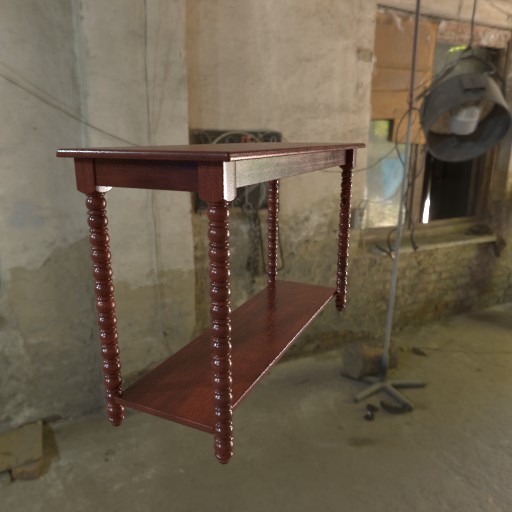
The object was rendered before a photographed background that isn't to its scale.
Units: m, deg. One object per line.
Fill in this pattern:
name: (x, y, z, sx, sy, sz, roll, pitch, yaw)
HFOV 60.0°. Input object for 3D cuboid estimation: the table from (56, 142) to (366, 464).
table: (0.000, 0.000, 1.522, 0.459, 0.740, 1.184, 7, 17, 24)
